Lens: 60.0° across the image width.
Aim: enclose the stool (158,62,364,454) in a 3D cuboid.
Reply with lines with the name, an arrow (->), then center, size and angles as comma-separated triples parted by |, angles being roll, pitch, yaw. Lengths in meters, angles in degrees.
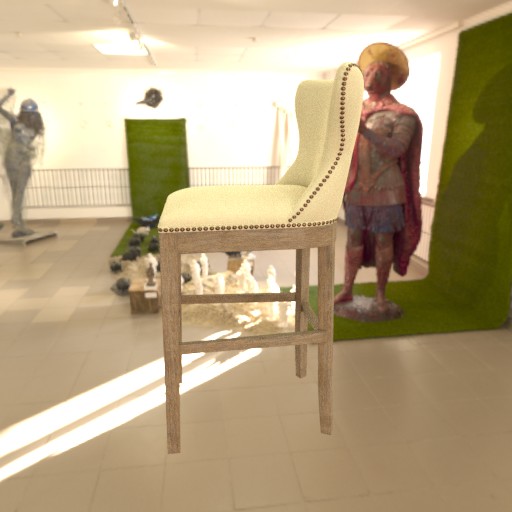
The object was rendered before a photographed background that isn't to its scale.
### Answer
stool -> 0.000, 0.000, 1.447 | 0.606, 1.123, 0.494 | -2, 16, -8
